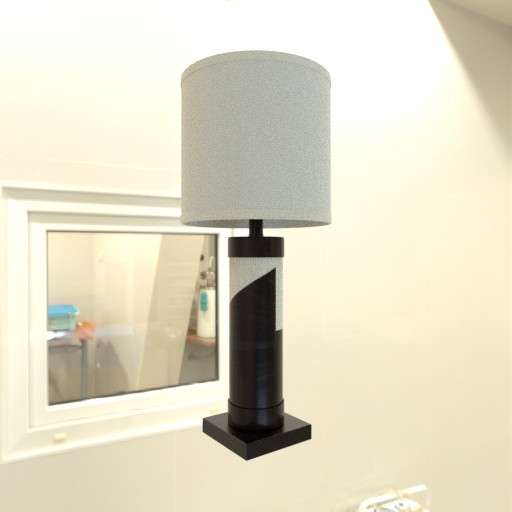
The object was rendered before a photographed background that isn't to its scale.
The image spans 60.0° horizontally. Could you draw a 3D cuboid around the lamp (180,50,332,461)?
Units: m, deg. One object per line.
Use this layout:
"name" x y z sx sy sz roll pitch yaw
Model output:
"lamp" 0.000 0.000 0.627 0.211 0.509 0.211 0 0 -36
